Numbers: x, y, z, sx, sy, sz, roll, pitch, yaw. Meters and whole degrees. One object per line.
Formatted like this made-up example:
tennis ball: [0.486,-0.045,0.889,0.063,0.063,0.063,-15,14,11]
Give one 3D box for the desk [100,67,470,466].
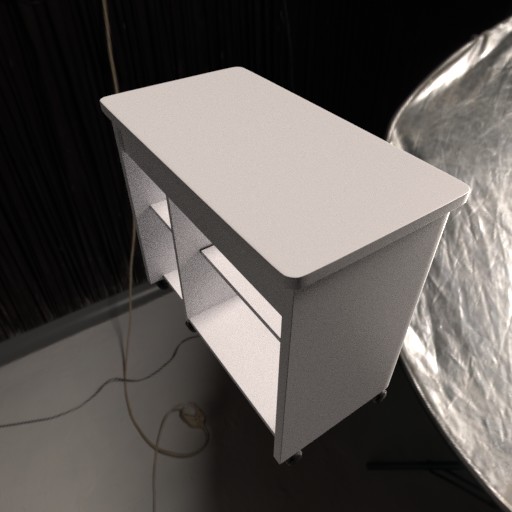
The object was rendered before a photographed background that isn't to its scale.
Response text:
desk: [0.000,0.000,1.310,0.475,0.763,0.877,-24,47,-25]
